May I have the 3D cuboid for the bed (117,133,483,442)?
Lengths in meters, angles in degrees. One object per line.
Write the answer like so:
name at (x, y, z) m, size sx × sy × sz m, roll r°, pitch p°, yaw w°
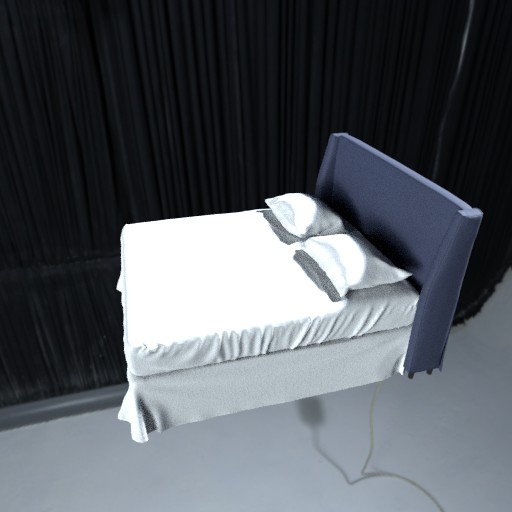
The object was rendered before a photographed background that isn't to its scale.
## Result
bed at (0.000, 0.000, 3.444) m, size 2.276 × 1.332 × 1.925 m, roll -8°, pitch 31°, yaw -13°
